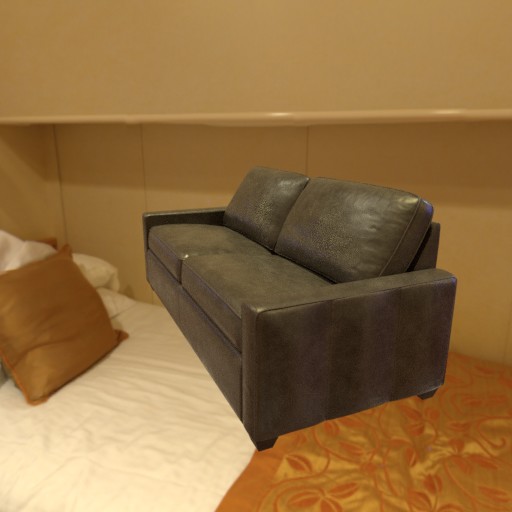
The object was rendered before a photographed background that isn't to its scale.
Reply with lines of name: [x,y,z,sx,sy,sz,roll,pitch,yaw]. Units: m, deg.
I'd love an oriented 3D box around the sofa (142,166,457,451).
sofa: [0.000,0.000,2.583,0.939,0.916,2.081,-7,17,-23]
